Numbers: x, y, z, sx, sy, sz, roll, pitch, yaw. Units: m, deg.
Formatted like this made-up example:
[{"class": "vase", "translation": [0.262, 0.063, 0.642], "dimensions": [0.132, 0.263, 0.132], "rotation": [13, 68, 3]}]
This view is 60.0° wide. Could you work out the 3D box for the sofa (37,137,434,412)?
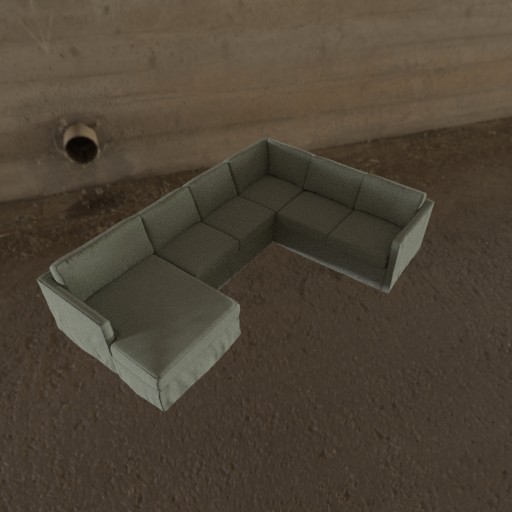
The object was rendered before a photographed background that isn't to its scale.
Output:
[{"class": "sofa", "translation": [0.000, 0.000, 4.621], "dimensions": [2.440, 0.869, 3.434], "rotation": [26, 48, 27]}]
